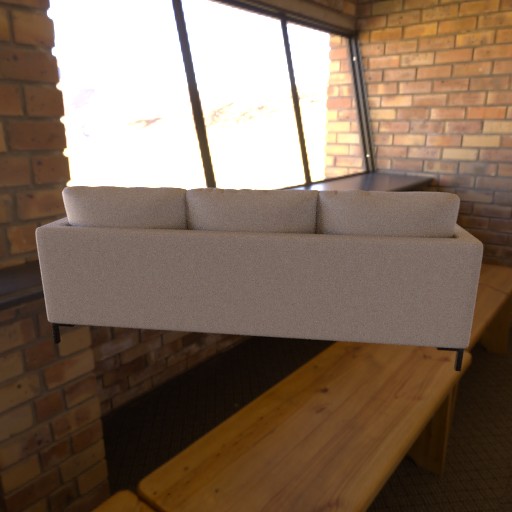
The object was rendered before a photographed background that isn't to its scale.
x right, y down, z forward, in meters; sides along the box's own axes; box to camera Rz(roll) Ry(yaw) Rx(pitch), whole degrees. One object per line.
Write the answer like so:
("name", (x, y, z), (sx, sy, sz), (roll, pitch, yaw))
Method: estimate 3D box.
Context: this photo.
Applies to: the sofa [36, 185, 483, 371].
("sofa", (0.000, 0.000, 2.616), (2.218, 0.874, 0.859), (2, 17, 7))
